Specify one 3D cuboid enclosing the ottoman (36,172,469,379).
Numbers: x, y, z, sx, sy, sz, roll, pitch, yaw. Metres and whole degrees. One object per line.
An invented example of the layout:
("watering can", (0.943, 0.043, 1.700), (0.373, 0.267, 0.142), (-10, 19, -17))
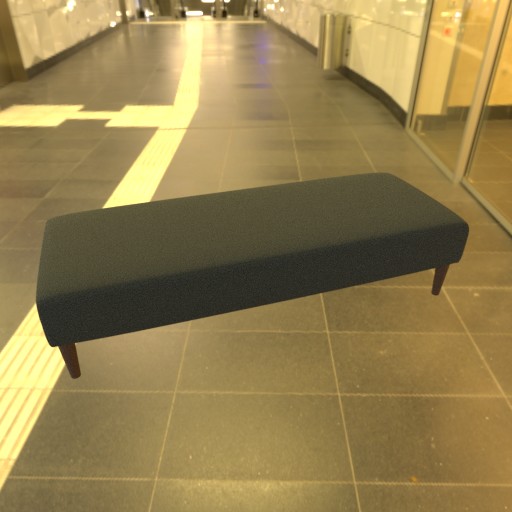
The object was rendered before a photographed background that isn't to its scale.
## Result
("ottoman", (0.000, 0.000, 1.869), (1.609, 0.393, 0.646), (-10, 33, -16))
